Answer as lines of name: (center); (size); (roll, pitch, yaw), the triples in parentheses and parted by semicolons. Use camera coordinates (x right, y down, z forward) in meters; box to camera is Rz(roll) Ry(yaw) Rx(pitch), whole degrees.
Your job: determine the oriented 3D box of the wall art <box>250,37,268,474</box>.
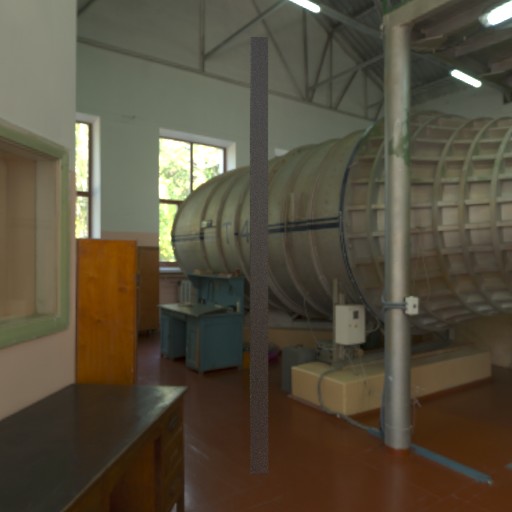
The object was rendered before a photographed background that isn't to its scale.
wall art: (0.000, 0.000, 1.173); (0.031, 0.775, 0.773); (0, 0, -1)
